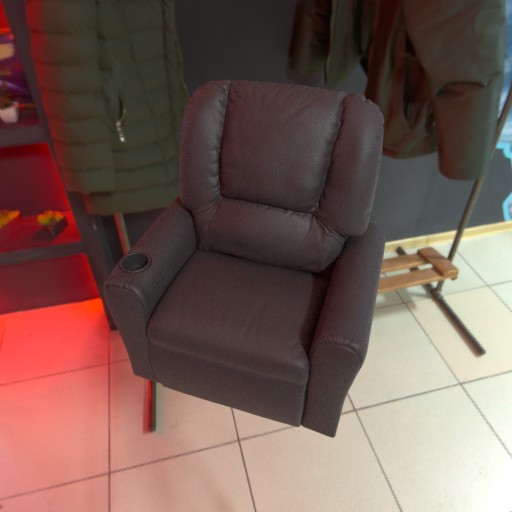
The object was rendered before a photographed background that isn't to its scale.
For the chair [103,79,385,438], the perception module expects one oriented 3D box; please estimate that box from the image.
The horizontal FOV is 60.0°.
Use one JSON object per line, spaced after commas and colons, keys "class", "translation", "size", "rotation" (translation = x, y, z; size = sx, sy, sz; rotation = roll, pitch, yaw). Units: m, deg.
{"class": "chair", "translation": [0.000, 0.000, 1.111], "size": [0.610, 0.709, 0.521], "rotation": [12, 43, 14]}
